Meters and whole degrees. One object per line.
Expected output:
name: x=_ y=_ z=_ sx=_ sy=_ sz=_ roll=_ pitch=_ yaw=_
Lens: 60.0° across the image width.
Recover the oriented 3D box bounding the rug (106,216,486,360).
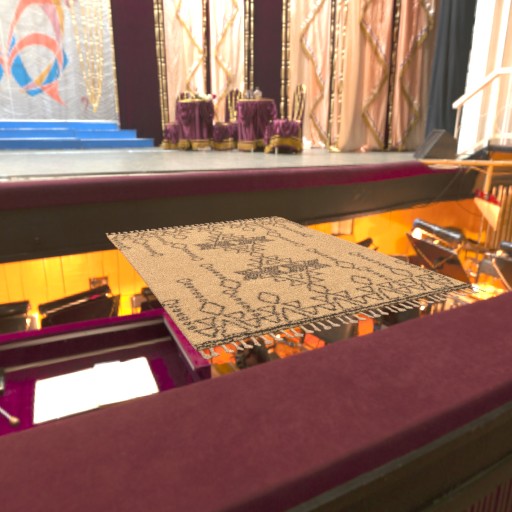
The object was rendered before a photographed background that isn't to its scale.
rug: x=0.000 y=0.000 z=3.960 sx=2.125 sy=0.028 sz=3.027 roll=-8 pitch=18 yaw=-26
